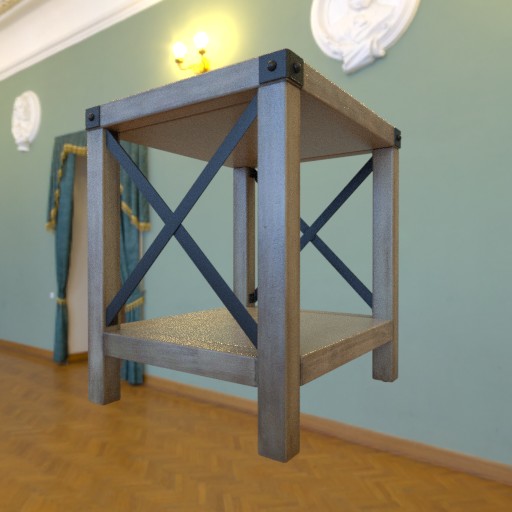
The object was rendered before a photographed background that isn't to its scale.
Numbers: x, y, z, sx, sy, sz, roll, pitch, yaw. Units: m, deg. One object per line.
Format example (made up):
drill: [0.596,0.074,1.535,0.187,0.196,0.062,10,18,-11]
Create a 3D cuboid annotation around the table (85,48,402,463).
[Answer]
table: [0.000,0.000,0.916,0.459,0.561,0.510,0,1,35]
